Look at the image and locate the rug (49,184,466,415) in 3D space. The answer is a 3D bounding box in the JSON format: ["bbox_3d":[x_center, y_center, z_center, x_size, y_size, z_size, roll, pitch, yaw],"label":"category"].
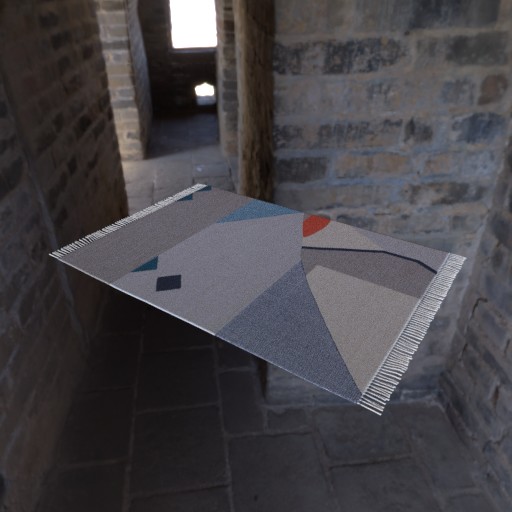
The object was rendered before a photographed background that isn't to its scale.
[{"bbox_3d":[0.000,0.000,2.323,1.828,0.005,1.220,19,36,29],"label":"rug"}]
